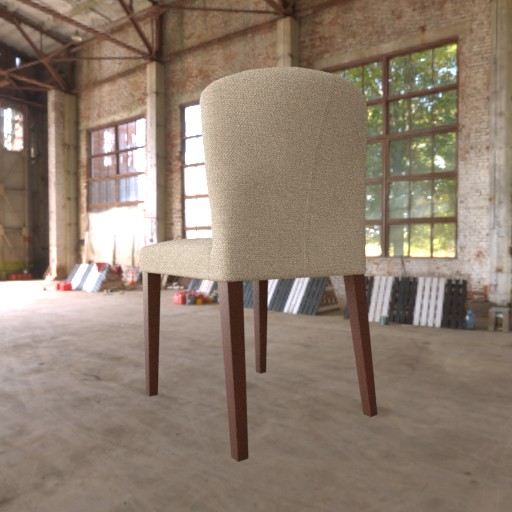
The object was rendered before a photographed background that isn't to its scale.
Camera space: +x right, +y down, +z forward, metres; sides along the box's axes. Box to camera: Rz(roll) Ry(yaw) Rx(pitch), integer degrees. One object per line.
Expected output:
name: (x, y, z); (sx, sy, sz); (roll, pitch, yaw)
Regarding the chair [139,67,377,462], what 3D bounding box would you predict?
chair: (0.000, 0.000, 1.234); (0.491, 0.839, 0.589); (-1, 2, -35)
